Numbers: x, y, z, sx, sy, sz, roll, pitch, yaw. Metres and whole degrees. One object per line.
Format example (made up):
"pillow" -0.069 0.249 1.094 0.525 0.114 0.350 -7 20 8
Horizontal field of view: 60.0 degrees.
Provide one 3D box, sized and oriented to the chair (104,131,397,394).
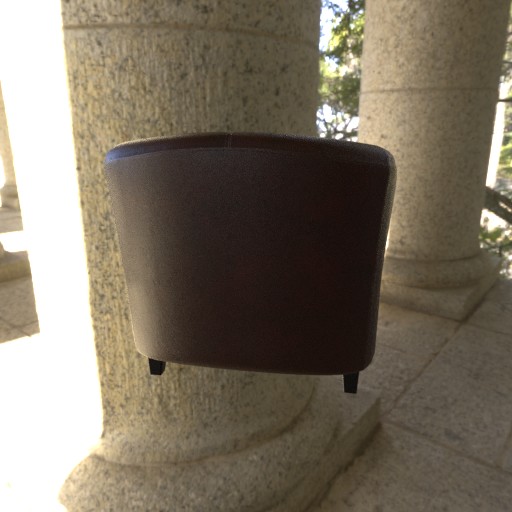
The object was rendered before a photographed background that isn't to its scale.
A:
"chair" 0.000 0.000 1.383 0.792 0.756 0.727 3 17 9
